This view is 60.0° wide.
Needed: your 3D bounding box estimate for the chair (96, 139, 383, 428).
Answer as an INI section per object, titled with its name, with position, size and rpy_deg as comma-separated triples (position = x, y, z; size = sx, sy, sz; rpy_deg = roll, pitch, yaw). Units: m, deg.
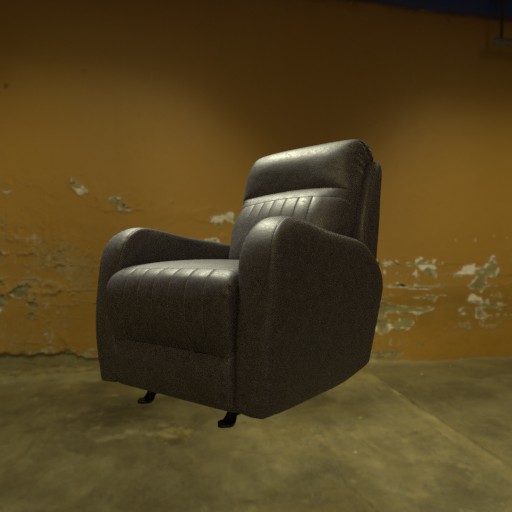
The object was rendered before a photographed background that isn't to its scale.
[chair]
position = 0.000, 0.000, 1.847
size = 0.865, 1.067, 1.067
rpy_deg = -1, -1, 37
